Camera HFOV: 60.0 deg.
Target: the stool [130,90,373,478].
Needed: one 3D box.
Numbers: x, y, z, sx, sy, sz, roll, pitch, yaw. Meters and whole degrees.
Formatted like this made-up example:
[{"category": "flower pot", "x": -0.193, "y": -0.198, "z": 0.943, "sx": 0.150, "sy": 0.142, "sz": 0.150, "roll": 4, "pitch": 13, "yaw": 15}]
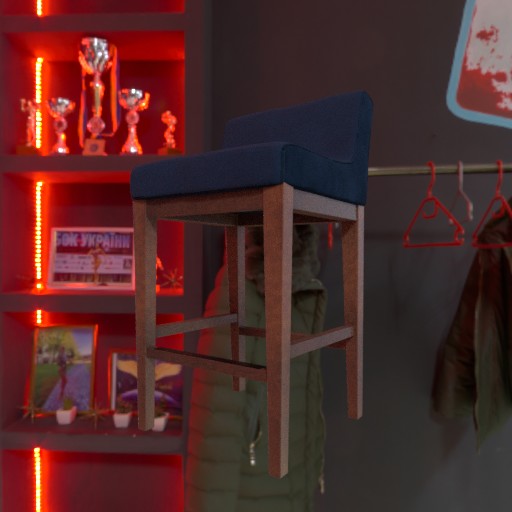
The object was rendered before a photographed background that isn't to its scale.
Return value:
[{"category": "stool", "x": 0.000, "y": 0.000, "z": 1.255, "sx": 0.511, "sy": 0.945, "sz": 0.516, "roll": 0, "pitch": 1, "yaw": 36}]
